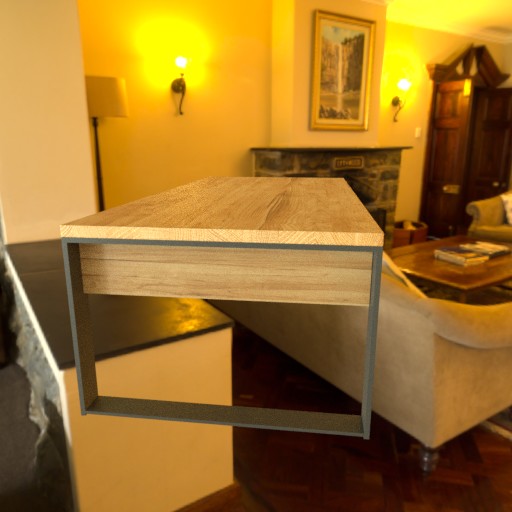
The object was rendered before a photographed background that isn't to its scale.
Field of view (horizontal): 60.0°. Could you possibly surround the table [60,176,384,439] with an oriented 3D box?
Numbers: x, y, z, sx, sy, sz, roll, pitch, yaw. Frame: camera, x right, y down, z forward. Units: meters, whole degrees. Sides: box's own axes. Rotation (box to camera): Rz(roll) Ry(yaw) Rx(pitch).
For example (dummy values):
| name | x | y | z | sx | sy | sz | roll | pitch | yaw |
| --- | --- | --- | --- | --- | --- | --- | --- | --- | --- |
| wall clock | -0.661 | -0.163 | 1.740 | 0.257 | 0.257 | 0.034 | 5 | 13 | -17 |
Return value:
| name | x | y | z | sx | sy | sz | roll | pitch | yaw |
| --- | --- | --- | --- | --- | --- | --- | --- | --- | --- |
| table | 0.000 | 0.000 | 1.396 | 0.590 | 0.400 | 1.180 | 2 | 15 | 7 |
